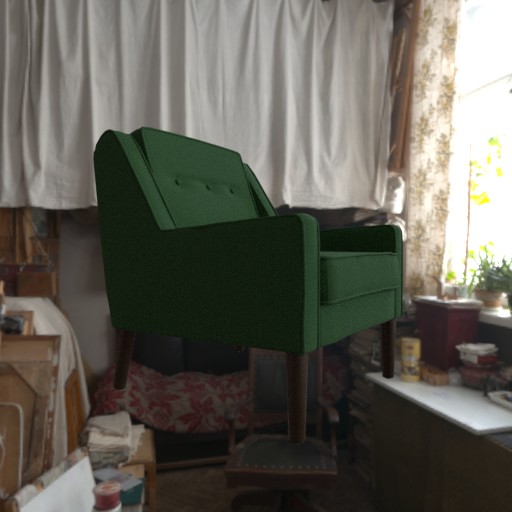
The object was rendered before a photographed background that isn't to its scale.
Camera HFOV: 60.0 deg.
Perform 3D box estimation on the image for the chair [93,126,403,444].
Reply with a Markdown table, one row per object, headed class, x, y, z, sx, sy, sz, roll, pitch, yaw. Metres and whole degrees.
| class | x | y | z | sx | sy | sz | roll | pitch | yaw |
| --- | --- | --- | --- | --- | --- | --- | --- | --- | --- |
| chair | 0.000 | 0.000 | 1.367 | 0.743 | 0.792 | 0.663 | 1 | 2 | 36 |
